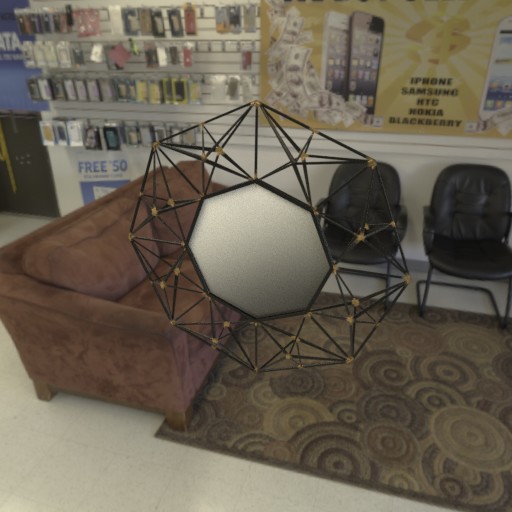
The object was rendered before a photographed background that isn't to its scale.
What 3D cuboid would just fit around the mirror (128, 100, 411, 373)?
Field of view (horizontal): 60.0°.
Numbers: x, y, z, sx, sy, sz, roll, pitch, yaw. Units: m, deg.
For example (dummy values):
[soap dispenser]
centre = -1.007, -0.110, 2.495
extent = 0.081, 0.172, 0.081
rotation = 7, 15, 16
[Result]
[mirror]
centre = 0.000, 0.000, 1.062
extent = 0.710, 0.710, 0.094
rotation = 9, 27, 17
